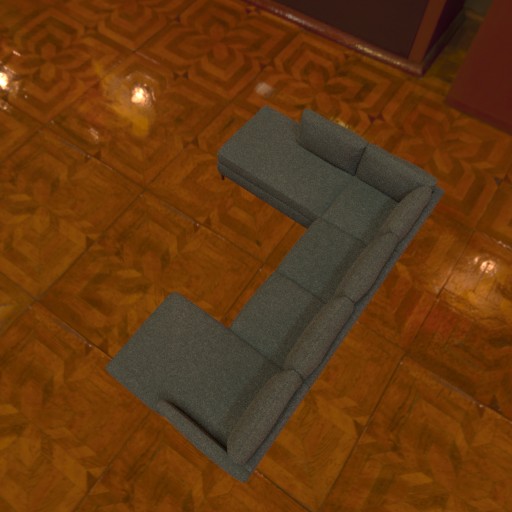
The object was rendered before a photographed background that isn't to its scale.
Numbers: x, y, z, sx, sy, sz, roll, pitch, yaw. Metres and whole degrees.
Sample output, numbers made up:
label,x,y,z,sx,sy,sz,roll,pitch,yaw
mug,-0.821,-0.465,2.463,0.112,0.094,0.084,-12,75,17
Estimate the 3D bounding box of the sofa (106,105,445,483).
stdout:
label,x,y,z,sx,sy,sz,roll,pitch,yaw
sofa,0.000,0.000,3.832,2.007,0.813,2.956,34,68,16
